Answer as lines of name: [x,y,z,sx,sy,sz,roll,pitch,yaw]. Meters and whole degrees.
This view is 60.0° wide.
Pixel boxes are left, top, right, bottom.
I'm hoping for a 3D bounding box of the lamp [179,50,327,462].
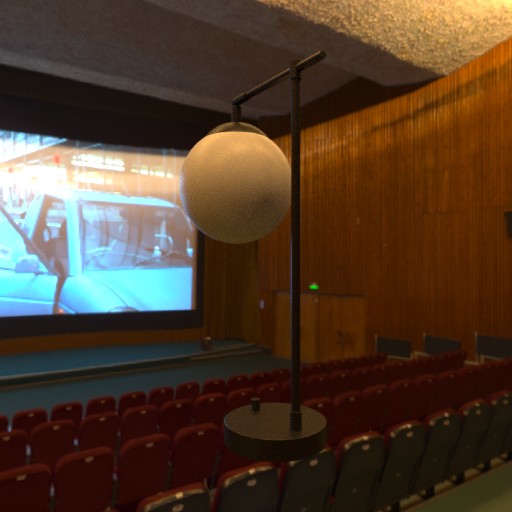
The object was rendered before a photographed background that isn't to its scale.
lamp: [0.000,0.000,0.720,0.197,0.559,0.316,0,0,-35]
